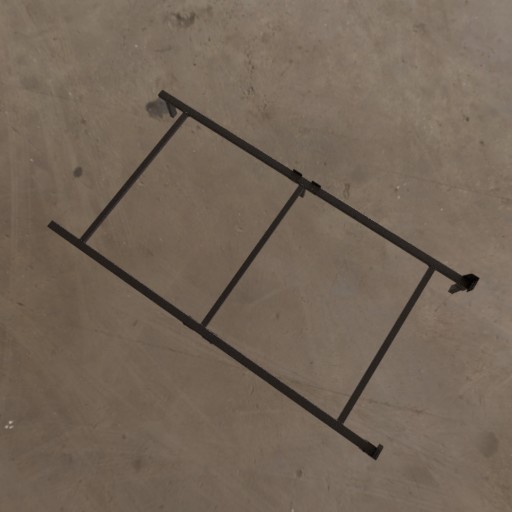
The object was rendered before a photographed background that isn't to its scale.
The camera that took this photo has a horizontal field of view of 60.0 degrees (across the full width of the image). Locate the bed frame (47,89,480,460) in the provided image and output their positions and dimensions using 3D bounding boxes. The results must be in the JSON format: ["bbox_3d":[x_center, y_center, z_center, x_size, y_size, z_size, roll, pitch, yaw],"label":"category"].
[{"bbox_3d":[0.000,0.000,2.241,1.897,0.248,0.968,34,78,8],"label":"bed frame"}]
